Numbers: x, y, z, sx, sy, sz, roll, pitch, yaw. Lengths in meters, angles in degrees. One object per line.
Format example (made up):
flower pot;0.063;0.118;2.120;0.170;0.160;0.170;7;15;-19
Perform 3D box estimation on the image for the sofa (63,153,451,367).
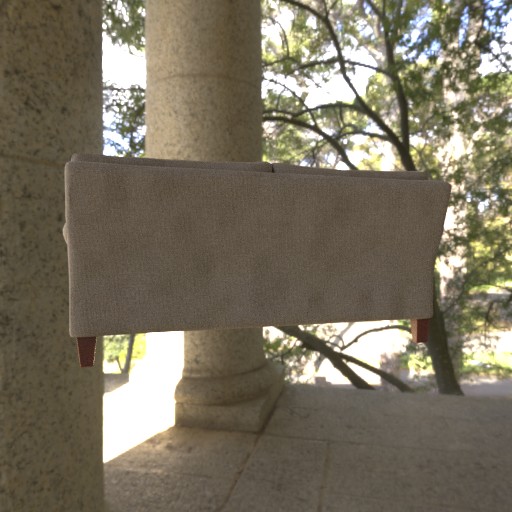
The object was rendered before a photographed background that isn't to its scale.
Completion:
sofa;0.000;0.000;2.822;2.193;1.096;1.069;0;1;-17
